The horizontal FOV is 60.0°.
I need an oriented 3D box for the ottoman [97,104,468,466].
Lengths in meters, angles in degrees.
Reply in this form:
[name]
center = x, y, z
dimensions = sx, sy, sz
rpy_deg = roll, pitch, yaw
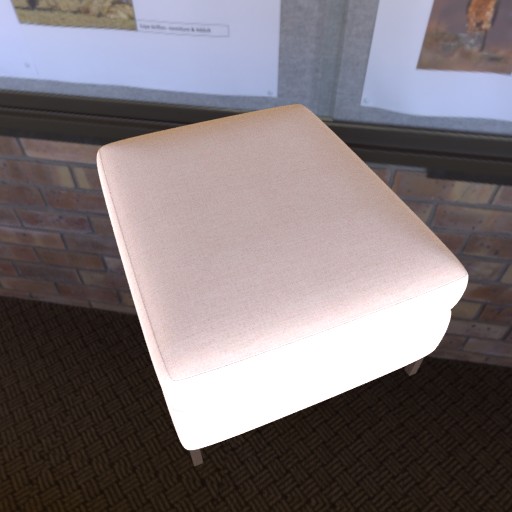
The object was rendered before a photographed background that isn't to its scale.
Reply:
[ottoman]
center = 0.000, 0.000, 1.178
dimensions = 0.657, 0.453, 0.794
rpy_deg = -17, 49, -15
